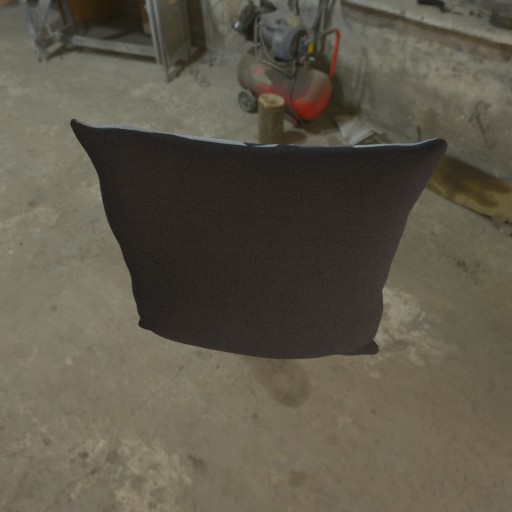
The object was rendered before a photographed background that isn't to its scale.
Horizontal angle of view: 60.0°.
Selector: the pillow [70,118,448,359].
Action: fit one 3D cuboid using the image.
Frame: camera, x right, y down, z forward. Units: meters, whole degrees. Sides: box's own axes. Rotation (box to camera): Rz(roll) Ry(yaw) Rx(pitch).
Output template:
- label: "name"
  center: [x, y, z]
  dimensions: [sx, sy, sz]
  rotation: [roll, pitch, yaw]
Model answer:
- label: "pillow"
  center: [0.000, 0.000, 0.749]
  dimensions: [0.503, 0.496, 0.208]
  rotation: [5, 47, 5]
